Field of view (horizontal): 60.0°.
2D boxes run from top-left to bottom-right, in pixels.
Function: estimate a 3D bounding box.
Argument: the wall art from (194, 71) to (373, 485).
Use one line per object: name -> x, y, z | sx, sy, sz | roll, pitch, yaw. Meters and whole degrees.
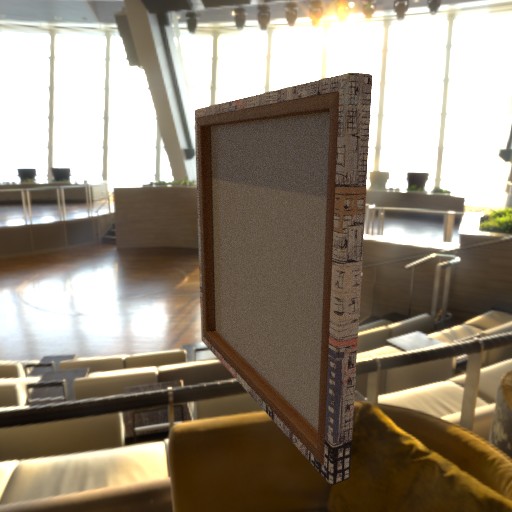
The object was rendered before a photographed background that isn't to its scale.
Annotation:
wall art -> 0.000, 0.000, 0.894 | 0.038, 0.608, 0.607 | -7, 15, -26
